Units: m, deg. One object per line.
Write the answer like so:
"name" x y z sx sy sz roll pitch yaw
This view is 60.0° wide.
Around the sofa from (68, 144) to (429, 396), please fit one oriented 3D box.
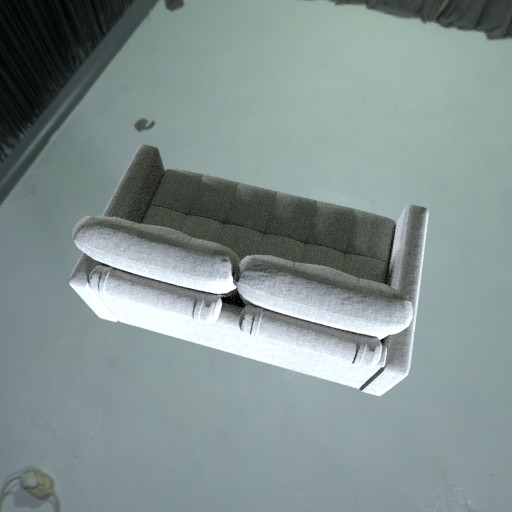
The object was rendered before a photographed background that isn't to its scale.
"sofa" 0.000 0.000 2.009 1.407 0.907 0.842 14 63 7
